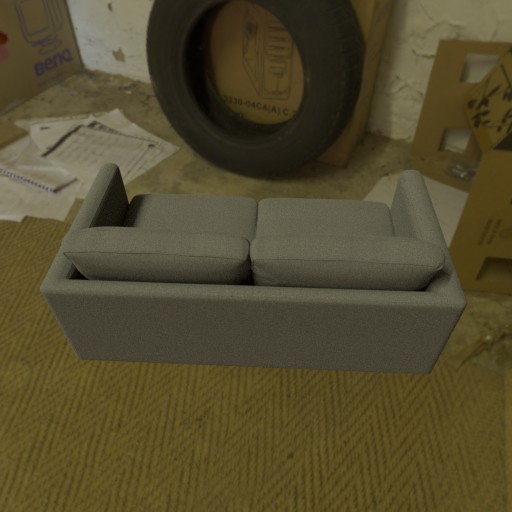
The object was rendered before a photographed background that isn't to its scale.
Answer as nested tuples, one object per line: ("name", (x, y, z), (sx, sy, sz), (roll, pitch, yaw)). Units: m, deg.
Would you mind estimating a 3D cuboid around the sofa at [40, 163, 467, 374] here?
("sofa", (0.000, 0.000, 2.235), (1.713, 0.866, 0.940), (2, 46, 2))
